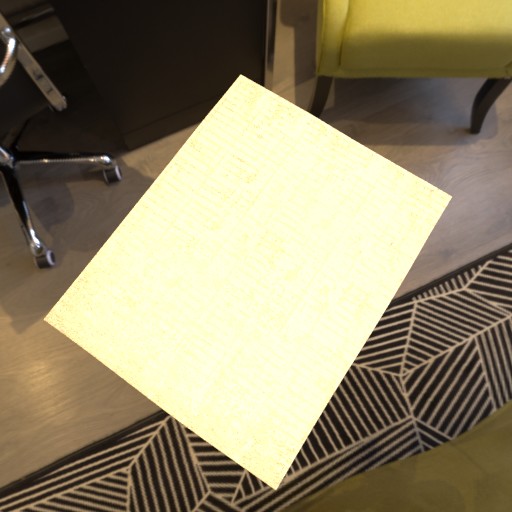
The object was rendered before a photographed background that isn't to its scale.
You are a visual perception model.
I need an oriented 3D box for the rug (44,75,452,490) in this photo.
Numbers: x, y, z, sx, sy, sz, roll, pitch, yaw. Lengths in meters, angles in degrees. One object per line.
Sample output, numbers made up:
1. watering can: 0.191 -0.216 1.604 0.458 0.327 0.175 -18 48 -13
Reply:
1. rug: 0.000 0.000 4.047 2.447 0.014 3.061 33 77 9
